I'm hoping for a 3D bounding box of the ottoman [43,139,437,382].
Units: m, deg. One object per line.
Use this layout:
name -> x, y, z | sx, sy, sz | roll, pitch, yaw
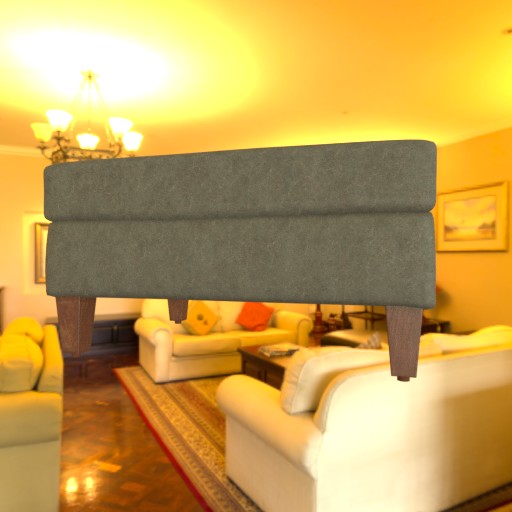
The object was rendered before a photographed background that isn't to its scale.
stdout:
ottoman -> 0.000, 0.000, 1.180 | 0.839, 0.464, 0.639 | 0, 0, 16
